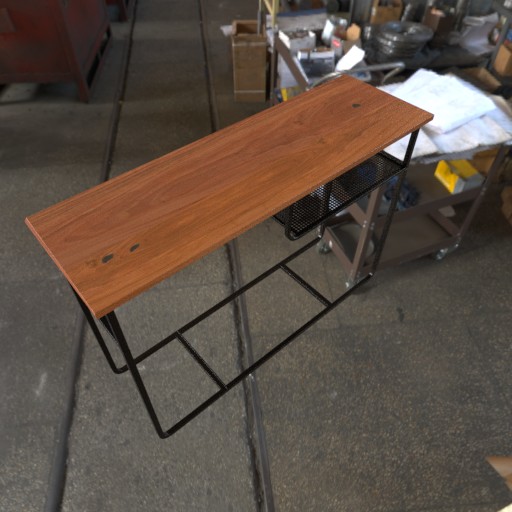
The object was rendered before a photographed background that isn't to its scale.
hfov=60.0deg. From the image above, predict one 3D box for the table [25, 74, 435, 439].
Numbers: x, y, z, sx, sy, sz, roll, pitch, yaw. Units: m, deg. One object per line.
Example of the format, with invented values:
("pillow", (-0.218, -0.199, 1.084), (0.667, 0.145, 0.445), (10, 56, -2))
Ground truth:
("table", (0.000, 0.000, 1.441), (1.100, 0.750, 0.350), (-32, 55, -26))
